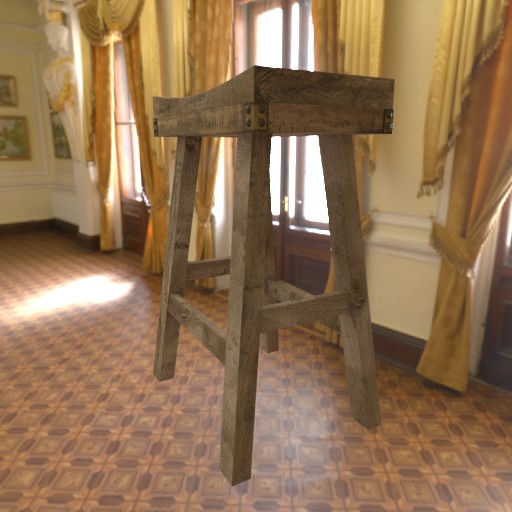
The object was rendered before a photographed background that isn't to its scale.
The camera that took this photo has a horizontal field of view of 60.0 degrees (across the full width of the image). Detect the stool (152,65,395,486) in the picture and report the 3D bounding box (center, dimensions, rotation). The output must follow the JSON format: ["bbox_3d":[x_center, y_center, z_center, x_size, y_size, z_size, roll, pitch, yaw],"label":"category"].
[{"bbox_3d":[0.000,0.000,0.894,0.330,0.635,0.450,-8,16,-29],"label":"stool"}]
